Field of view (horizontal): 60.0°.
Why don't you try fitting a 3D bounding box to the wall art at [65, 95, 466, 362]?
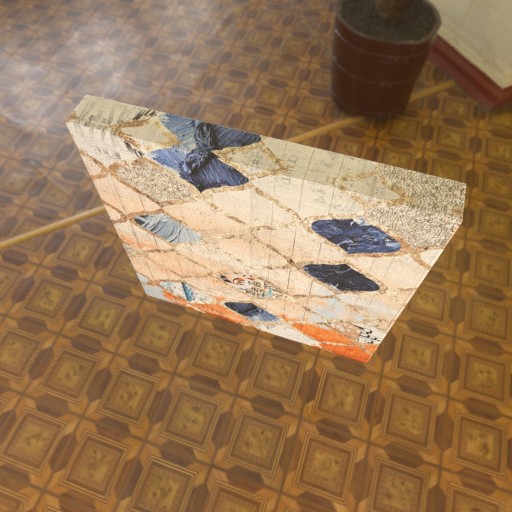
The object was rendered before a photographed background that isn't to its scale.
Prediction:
[{"bbox_3d":[0.000,0.000,0.458,0.303,0.304,0.036,16,60,9],"label":"wall art"}]
